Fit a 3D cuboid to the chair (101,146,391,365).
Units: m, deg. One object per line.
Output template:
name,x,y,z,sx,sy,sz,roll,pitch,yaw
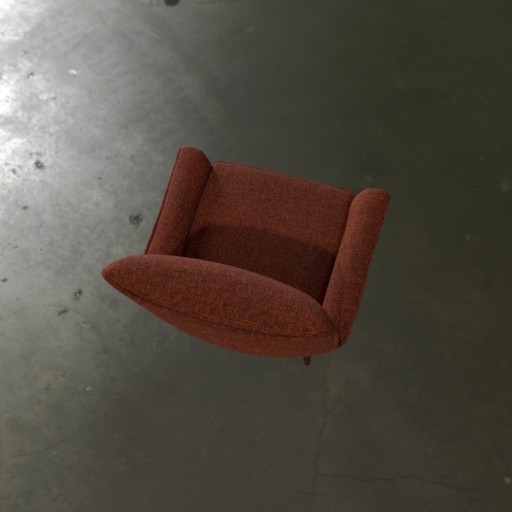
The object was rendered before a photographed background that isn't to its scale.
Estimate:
chair,0.000,0.000,1.489,0.803,0.911,0.784,14,64,7
